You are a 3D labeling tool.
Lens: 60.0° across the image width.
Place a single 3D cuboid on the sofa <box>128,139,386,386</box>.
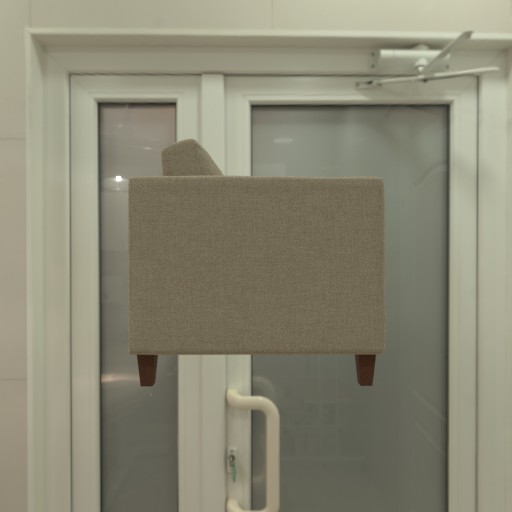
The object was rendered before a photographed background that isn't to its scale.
[{"bbox_3d":[0.000,0.000,2.488,0.951,0.947,1.884,0,1,0],"label":"sofa"}]
